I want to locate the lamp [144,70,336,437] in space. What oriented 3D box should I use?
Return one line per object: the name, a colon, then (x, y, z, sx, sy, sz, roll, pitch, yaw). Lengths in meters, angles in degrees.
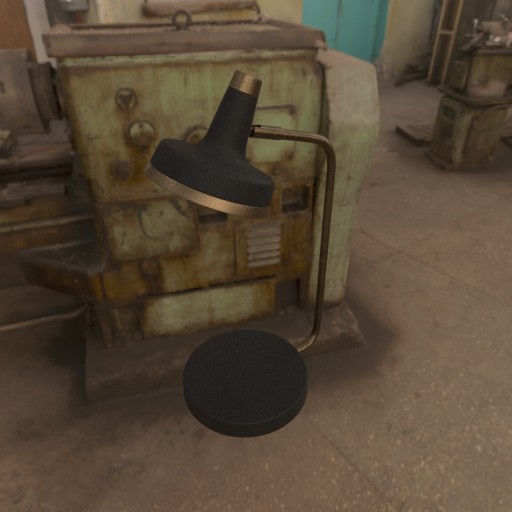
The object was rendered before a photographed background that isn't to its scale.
lamp: (0.000, 0.000, 0.486, 0.218, 0.385, 0.162, -20, 38, -29)
